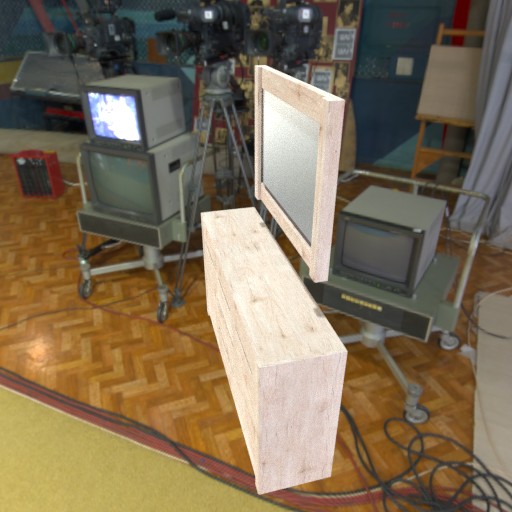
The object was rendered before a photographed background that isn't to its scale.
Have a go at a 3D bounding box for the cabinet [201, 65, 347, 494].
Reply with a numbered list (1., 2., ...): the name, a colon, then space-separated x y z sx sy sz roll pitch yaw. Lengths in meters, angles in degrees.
1. cabinet: 0.000 0.000 2.662 0.420 1.981 1.700 -7 31 -13
